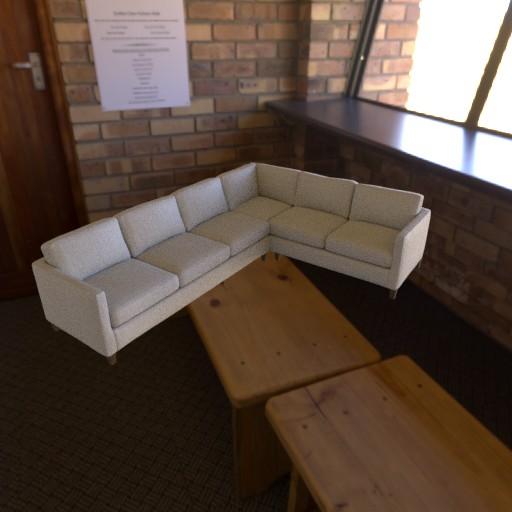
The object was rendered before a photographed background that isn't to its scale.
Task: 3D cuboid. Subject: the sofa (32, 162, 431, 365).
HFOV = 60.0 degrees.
[{"bbox_3d":[0.000,0.000,4.499,2.522,0.934,3.333,18,33,31],"label":"sofa"}]
